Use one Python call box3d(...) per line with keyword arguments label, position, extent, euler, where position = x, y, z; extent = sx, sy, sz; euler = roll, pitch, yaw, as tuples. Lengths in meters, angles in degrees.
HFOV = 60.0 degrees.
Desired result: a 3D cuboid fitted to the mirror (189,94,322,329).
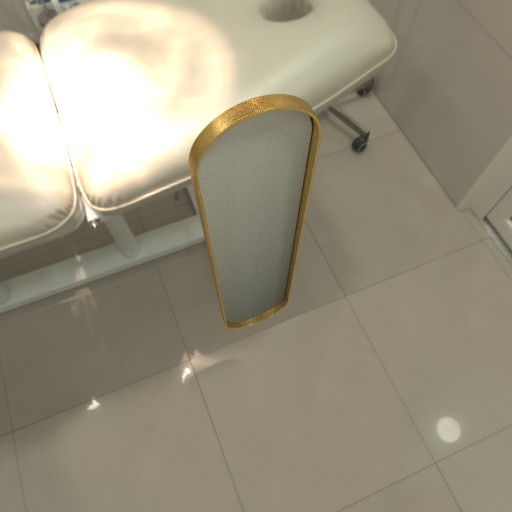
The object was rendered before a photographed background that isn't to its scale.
box3d(label="mirror", position=(0.000, 0.000, 1.073), extent=(0.222, 0.991, 0.032), euler=(-21, 66, -10))
